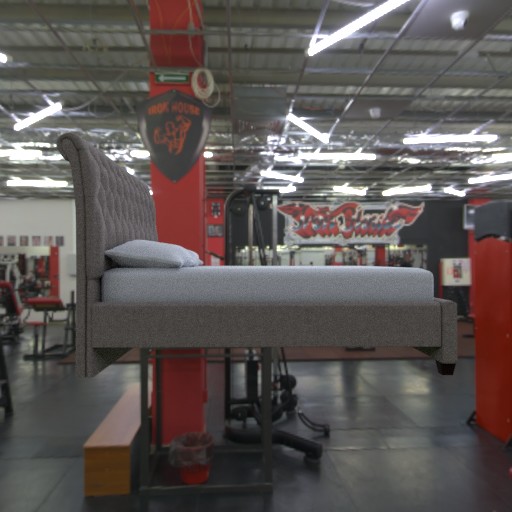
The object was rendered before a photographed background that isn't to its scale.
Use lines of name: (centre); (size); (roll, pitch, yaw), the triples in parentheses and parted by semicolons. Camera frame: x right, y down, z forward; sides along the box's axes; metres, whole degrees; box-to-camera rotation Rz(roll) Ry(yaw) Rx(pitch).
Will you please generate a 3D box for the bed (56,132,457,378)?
bed: (0.000, 0.000, 3.293); (2.252, 1.371, 1.645); (0, -1, -1)
